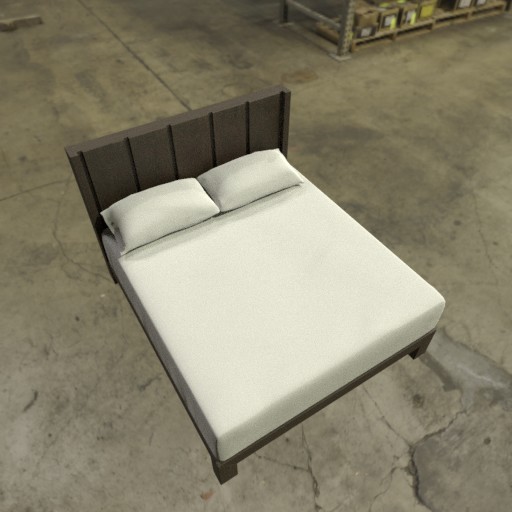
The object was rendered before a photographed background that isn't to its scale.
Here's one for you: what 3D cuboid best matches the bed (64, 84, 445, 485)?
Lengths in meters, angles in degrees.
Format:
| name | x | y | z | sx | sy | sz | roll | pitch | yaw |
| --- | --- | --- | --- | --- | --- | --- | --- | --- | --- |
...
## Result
| name | x | y | z | sx | sy | sz | roll | pitch | yaw |
| --- | --- | --- | --- | --- | --- | --- | --- | --- | --- |
| bed | 0.000 | 0.000 | 3.104 | 1.735 | 1.261 | 1.992 | -24 | 51 | -21 |
